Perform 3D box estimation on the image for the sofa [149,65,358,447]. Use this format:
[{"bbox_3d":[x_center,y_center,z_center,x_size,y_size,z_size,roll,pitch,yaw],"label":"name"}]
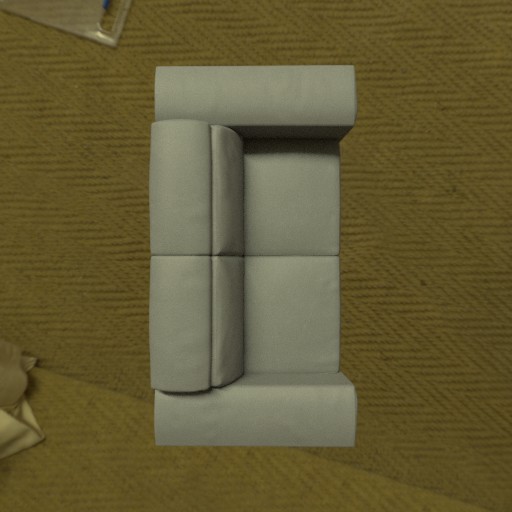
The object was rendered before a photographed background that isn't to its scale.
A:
[{"bbox_3d":[0.000,0.000,2.401,1.003,0.779,1.895,0,90,1],"label":"sofa"}]
